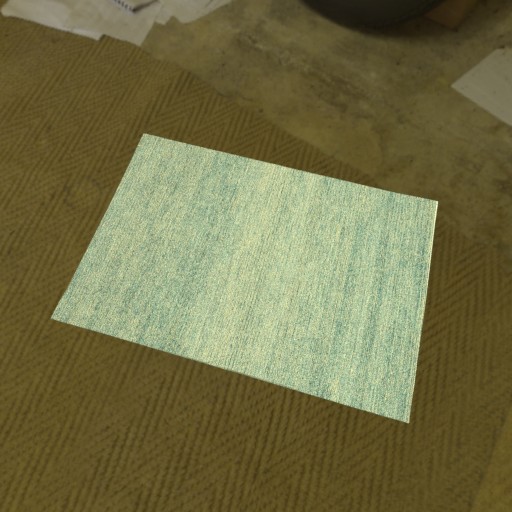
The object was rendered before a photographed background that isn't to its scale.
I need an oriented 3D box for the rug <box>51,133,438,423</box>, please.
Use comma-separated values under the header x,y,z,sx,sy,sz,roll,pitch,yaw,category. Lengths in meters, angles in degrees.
x,y,z,sx,sy,sz,roll,pitch,yaw,category
0.000,0.000,5.351,4.078,0.052,2.802,15,65,7,rug
